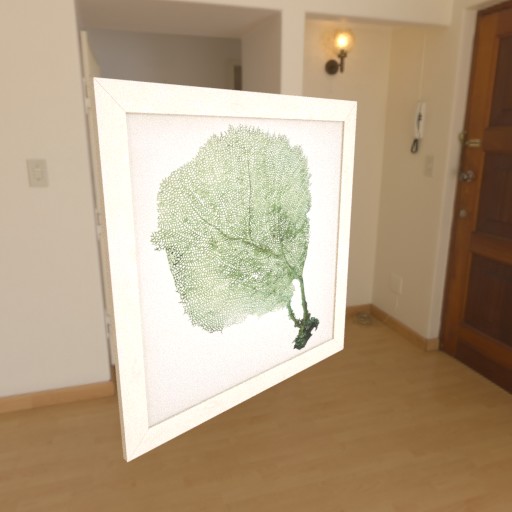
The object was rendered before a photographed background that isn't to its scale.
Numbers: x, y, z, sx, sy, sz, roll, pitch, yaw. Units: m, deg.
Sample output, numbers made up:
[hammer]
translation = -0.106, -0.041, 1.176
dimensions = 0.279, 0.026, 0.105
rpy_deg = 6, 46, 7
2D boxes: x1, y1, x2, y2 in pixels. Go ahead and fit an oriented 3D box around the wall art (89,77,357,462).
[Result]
[wall art]
translation = 0.000, 0.000, 0.844
dimensions = 0.584, 0.584, 0.013
rpy_deg = -14, 20, -41
